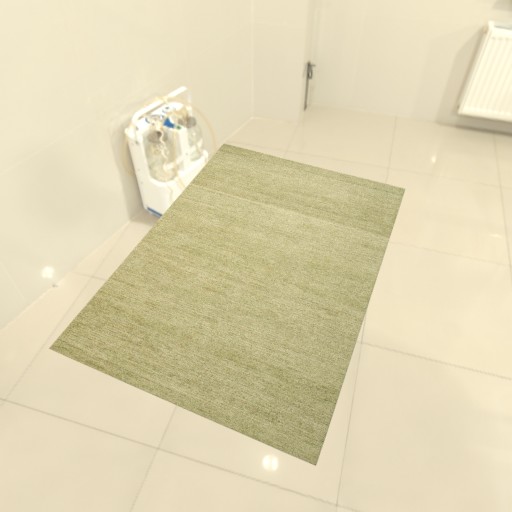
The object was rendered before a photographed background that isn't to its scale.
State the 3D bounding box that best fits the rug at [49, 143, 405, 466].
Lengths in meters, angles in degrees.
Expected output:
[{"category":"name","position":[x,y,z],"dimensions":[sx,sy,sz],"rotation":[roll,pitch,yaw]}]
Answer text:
[{"category":"rug","position":[0.000,0.000,3.030],"dimensions":[1.606,0.017,2.270],"rotation":[18,50,16]}]
